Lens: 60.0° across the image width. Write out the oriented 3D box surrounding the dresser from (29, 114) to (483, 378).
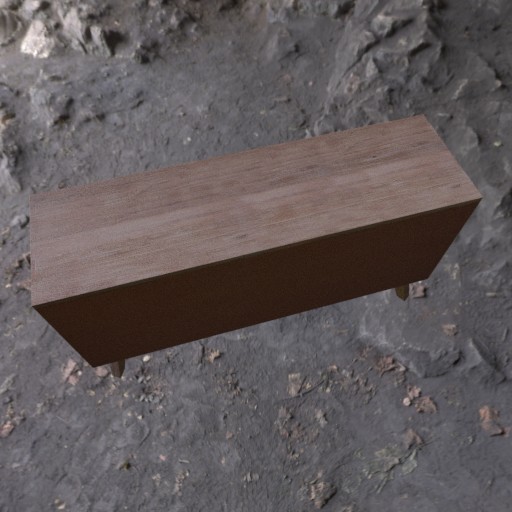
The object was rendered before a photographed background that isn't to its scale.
[{"bbox_3d":[0.000,0.000,1.922,1.554,0.805,0.455,-14,59,-8],"label":"dresser"}]
